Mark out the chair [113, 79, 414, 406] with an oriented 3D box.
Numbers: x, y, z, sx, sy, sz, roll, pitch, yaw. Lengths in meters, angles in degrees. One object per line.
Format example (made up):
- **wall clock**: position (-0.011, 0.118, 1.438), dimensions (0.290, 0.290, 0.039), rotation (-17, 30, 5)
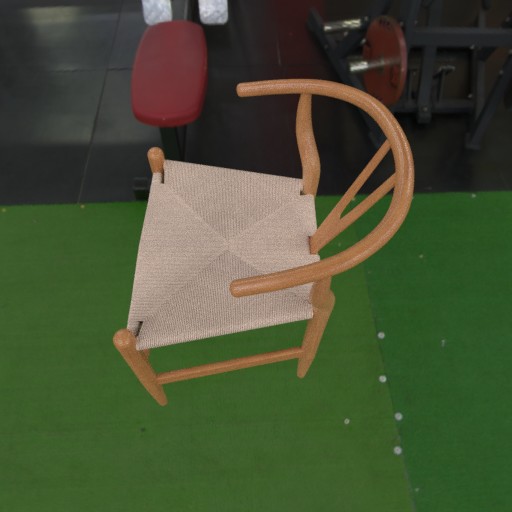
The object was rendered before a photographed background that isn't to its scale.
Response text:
- **chair**: position (0.000, 0.000, 1.121), dimensions (0.579, 0.730, 0.569), rotation (0, 57, 0)
